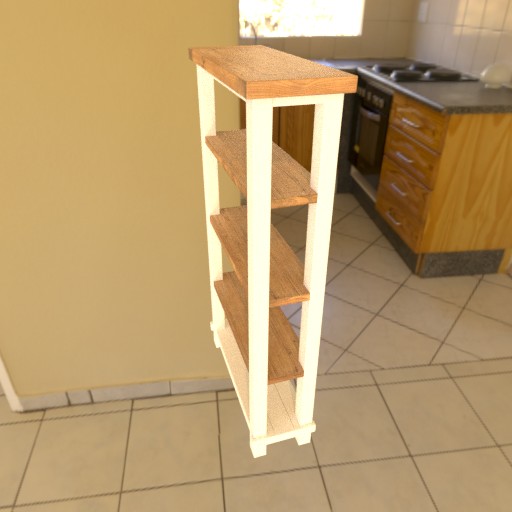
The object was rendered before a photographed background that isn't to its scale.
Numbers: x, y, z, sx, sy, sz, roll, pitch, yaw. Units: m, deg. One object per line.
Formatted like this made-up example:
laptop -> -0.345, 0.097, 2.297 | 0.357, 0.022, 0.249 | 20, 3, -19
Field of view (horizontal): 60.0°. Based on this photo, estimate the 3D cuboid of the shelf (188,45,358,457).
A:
shelf -> 0.000, 0.000, 2.294 | 0.381, 1.878, 1.022 | -9, 32, -15
